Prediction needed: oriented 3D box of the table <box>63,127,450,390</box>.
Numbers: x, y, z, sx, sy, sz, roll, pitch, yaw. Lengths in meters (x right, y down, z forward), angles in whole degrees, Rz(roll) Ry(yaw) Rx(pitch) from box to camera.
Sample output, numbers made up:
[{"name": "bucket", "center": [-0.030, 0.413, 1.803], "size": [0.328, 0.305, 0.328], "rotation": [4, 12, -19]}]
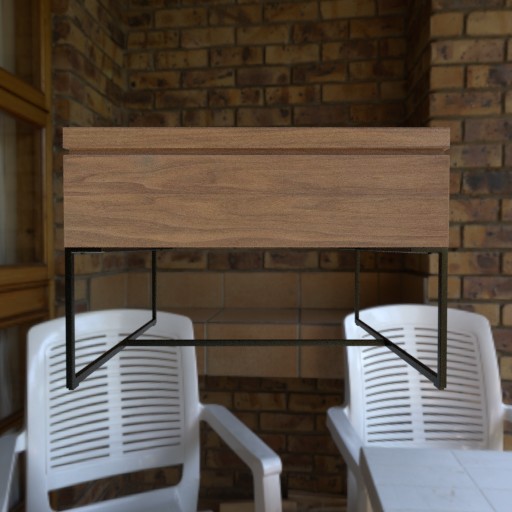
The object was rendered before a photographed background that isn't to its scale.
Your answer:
[{"name": "table", "center": [0.000, 0.000, 1.116], "size": [0.679, 0.464, 0.676], "rotation": [0, 1, 0]}]
